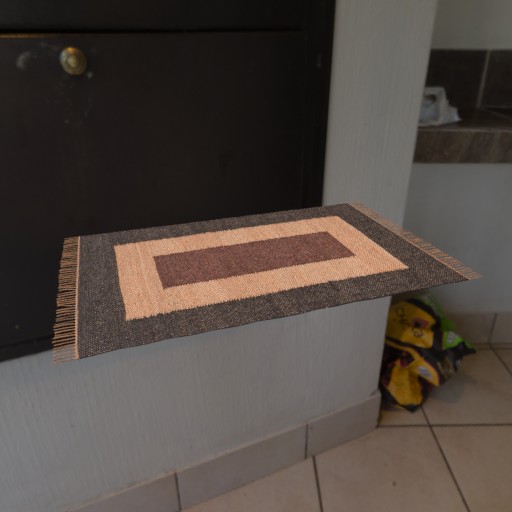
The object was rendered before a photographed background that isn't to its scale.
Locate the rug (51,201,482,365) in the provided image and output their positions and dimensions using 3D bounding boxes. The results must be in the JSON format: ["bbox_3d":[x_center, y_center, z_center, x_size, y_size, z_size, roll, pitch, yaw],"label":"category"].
[{"bbox_3d":[0.000,0.000,1.847,1.541,0.013,0.920,-9,28,-17],"label":"rug"}]
